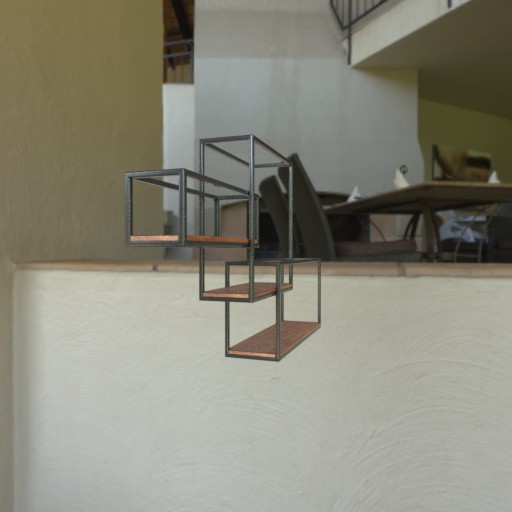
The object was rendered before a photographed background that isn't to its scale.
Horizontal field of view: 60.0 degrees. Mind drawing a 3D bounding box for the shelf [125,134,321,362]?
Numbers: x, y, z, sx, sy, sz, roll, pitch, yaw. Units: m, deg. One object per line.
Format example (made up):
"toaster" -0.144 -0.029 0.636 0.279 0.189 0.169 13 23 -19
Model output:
"shelf" 0.000 0.000 2.140 0.275 0.972 1.781 0 1 20
